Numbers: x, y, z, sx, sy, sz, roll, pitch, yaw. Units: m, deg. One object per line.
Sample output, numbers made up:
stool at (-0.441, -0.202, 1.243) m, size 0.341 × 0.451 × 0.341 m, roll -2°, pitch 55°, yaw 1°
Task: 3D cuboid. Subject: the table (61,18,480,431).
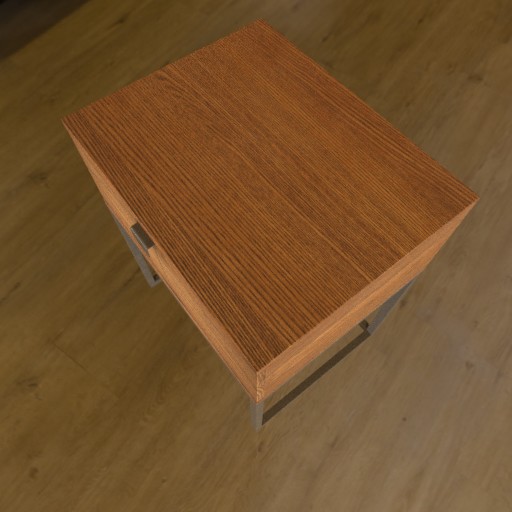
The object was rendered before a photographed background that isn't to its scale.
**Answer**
table at (0.000, 0.000, 0.905) m, size 0.400 × 0.610 × 0.482 m, roll -35°, pitch 68°, yaw -16°
